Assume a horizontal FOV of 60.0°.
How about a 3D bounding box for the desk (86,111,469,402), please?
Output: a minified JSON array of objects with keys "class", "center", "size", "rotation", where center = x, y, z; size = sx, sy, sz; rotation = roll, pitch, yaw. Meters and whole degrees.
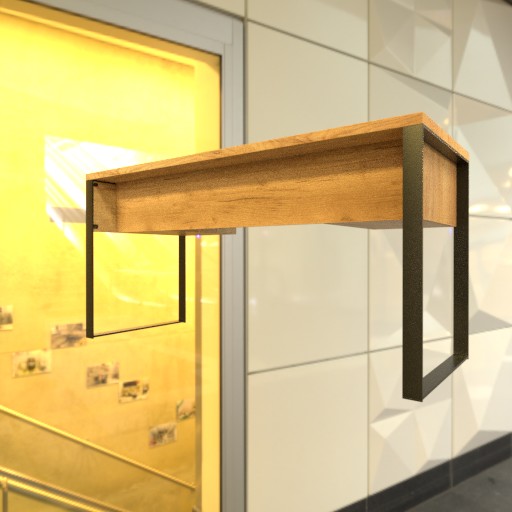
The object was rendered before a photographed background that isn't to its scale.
[{"class":"desk","center":[0.000,0.000,1.850],"size":[1.520,0.760,0.600],"rotation":[0,0,36]}]
